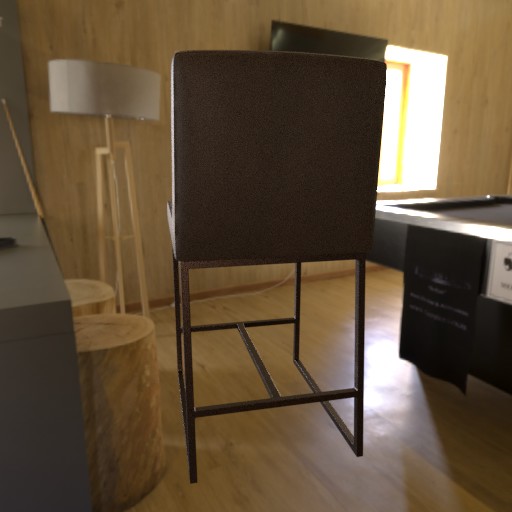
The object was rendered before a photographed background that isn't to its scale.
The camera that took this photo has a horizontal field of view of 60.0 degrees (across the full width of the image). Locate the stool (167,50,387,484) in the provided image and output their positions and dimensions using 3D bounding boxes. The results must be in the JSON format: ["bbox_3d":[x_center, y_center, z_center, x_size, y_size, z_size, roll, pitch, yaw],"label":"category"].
[{"bbox_3d":[0.000,0.000,1.227,0.463,0.946,0.562,-3,13,-12],"label":"stool"}]
